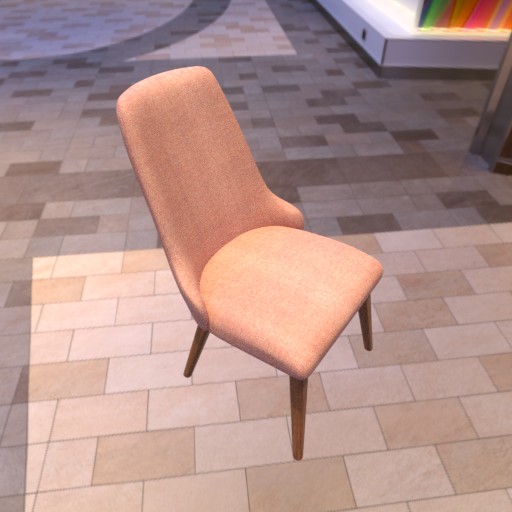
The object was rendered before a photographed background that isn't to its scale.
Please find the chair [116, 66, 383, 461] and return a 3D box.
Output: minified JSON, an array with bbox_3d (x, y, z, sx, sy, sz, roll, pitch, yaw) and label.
[{"bbox_3d":[0.000,0.000,1.333,0.707,0.918,0.535,27,48,27],"label":"chair"}]
